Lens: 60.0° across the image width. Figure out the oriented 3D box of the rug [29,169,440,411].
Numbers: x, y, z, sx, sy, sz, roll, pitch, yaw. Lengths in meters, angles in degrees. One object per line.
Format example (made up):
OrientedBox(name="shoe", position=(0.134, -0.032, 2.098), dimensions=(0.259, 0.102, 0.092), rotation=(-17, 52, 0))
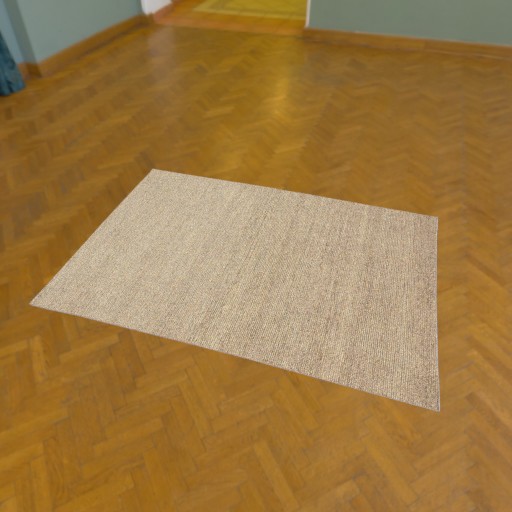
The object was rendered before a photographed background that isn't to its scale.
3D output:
OrientedBox(name="rug", position=(0.000, 0.000, 2.950), dimensions=(2.342, 0.030, 1.609), rotation=(12, 43, 13))
